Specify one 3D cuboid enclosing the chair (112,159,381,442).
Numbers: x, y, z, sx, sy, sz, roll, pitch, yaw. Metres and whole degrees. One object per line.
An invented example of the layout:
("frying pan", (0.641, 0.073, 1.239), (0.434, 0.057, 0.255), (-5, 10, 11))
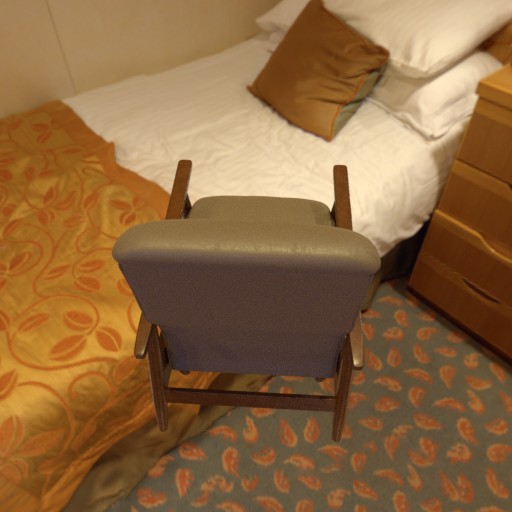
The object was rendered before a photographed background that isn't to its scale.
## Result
("chair", (0.000, 0.000, 1.727), (0.762, 1.082, 1.014), (2, 46, 2))
